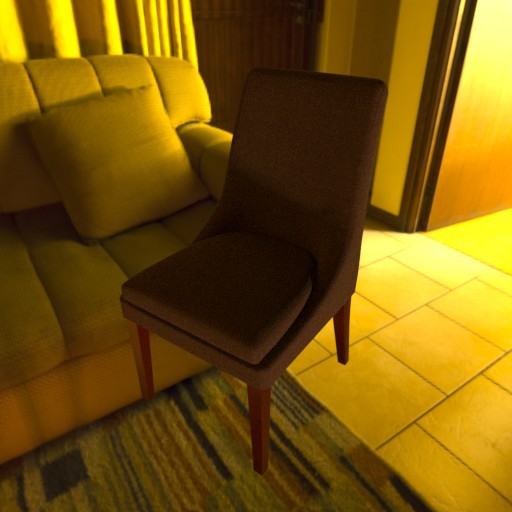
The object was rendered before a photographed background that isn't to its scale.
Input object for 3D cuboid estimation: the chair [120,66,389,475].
[{"bbox_3d":[0.000,0.000,1.322,0.508,0.952,0.655,20,36,29],"label":"chair"}]
